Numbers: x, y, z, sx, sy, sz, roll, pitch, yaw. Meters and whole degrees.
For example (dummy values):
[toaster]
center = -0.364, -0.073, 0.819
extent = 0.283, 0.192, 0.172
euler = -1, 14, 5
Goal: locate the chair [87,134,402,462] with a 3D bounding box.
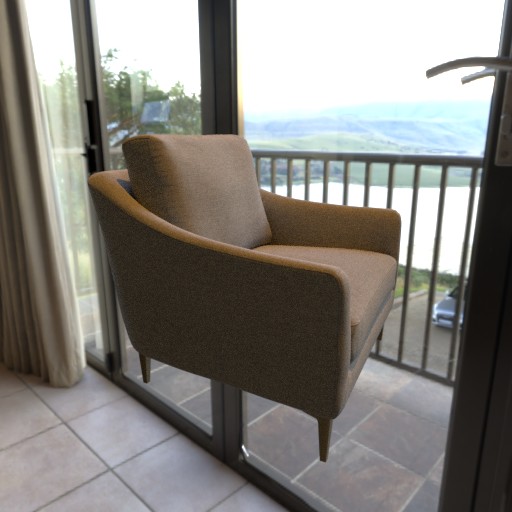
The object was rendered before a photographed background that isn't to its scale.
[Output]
[chair]
center = 0.000, 0.000, 1.702
extent = 0.961, 0.902, 0.986
euler = 7, 17, 24
